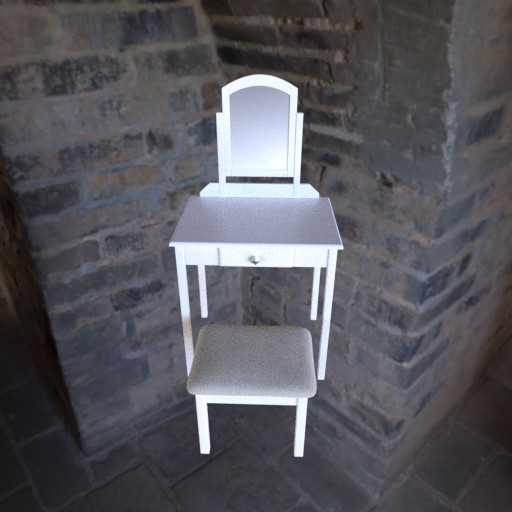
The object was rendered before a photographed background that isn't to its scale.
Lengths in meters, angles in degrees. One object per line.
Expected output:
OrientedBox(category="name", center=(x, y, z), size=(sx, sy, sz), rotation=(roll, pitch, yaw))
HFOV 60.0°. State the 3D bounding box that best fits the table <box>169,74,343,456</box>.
OrientedBox(category="table", center=(0.000, 0.000, 2.318), size=(0.876, 1.631, 1.211), rotation=(1, 29, 2))
